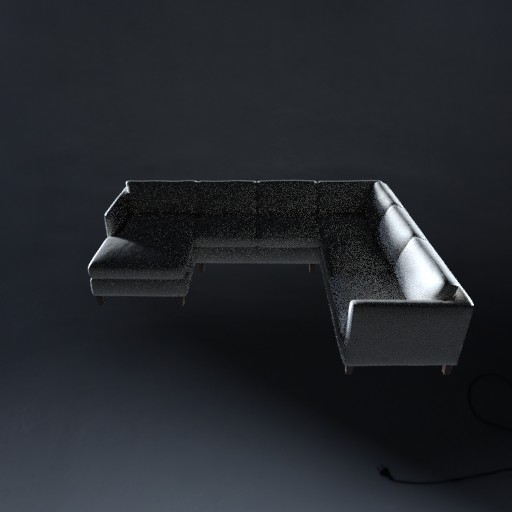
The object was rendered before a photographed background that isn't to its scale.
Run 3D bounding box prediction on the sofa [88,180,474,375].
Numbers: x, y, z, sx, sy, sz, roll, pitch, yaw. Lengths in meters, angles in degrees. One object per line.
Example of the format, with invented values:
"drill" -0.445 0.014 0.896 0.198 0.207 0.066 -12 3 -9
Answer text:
"sofa" 0.000 0.000 4.443 3.238 0.853 2.551 0 29 0
